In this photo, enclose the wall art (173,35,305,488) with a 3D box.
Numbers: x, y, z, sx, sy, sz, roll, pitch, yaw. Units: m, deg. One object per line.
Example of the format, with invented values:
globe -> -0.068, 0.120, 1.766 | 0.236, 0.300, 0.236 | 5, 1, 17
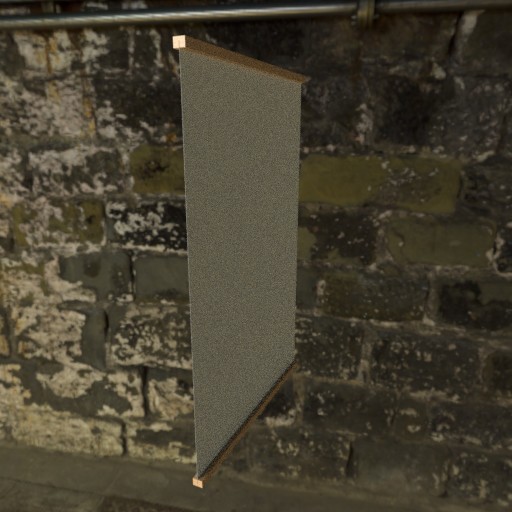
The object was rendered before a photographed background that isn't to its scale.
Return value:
wall art -> 0.000, 0.000, 1.256 | 0.027, 1.020, 0.669 | 7, 17, 25
